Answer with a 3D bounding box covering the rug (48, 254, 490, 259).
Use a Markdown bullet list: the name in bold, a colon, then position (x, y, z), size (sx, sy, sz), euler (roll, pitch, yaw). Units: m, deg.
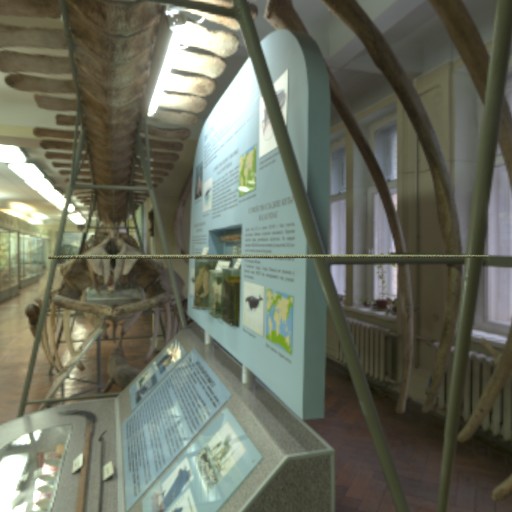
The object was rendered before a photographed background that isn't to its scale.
- **rug**: position (0.000, 0.000, 2.313), size (1.824, 0.010, 1.240), euler (0, 0, -18)
